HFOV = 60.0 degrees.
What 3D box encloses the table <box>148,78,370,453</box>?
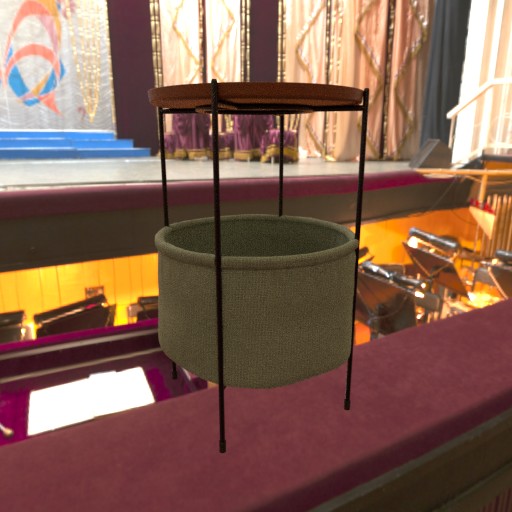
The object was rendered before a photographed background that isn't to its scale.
[{"bbox_3d":[0.000,0.000,0.892,0.400,0.623,0.400,-8,17,-26],"label":"table"}]
